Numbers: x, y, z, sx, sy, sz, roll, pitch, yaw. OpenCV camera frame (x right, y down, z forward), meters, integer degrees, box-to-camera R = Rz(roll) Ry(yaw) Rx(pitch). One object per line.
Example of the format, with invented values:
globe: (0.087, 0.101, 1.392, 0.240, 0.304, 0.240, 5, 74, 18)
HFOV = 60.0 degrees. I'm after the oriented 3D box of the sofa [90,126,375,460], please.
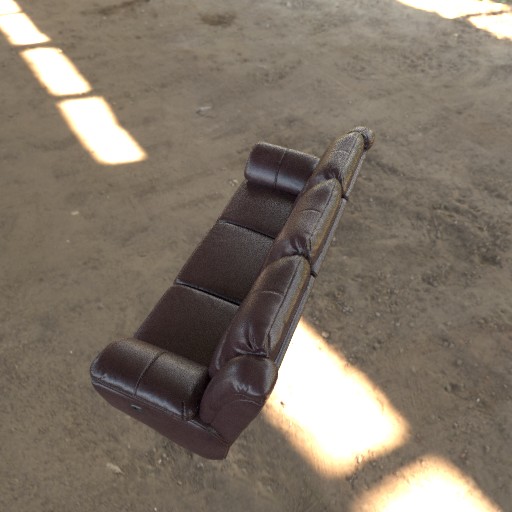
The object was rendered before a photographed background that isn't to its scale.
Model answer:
sofa: (0.000, 0.000, 2.902, 0.991, 1.043, 2.337, 16, 48, 15)
